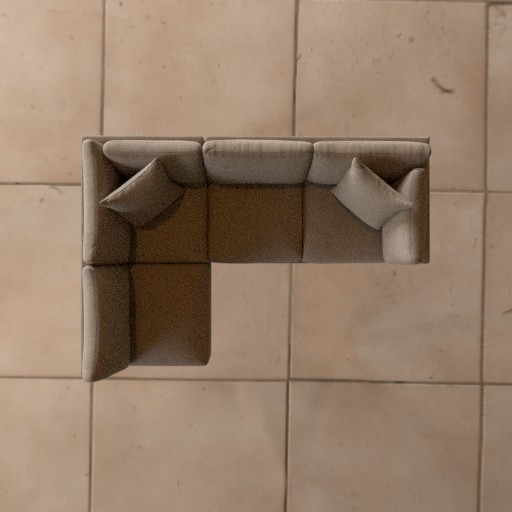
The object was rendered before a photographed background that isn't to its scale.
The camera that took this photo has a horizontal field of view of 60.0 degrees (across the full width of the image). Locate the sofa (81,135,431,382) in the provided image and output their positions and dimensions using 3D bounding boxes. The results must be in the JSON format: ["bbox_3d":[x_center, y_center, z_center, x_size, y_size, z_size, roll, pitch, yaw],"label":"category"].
[{"bbox_3d":[0.000,0.000,3.853,2.896,0.978,1.994,0,90,-1],"label":"sofa"}]
